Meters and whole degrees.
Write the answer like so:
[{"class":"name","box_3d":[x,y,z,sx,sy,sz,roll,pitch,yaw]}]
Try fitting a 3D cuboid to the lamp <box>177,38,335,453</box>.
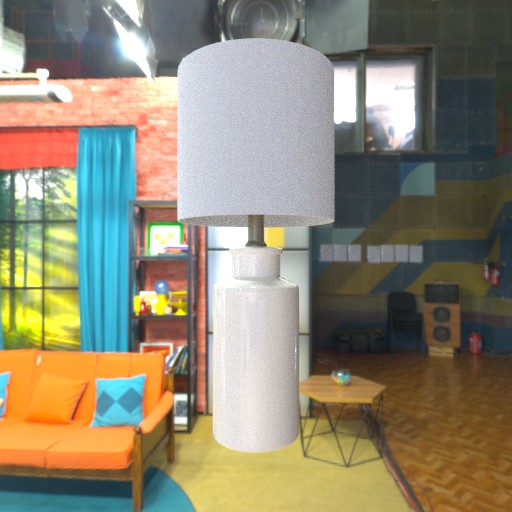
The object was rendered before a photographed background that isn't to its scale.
[{"class":"lamp","box_3d":[0.000,0.000,0.607,0.212,0.493,0.212,0,-1,-37]}]
